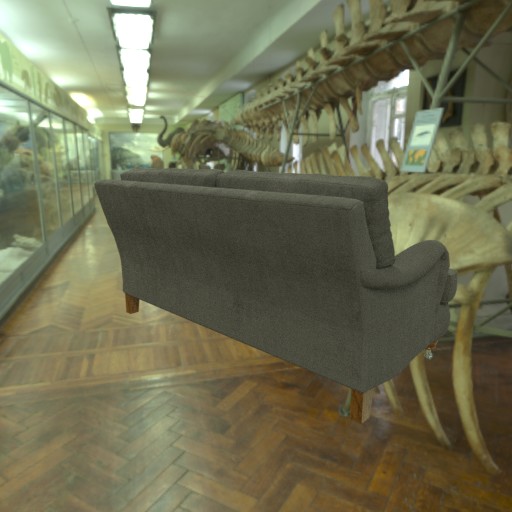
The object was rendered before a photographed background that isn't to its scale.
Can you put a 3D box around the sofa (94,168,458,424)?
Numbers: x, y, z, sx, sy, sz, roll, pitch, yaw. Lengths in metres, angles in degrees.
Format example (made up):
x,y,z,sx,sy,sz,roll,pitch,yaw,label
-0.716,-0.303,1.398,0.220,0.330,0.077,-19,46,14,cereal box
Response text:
x,y,z,sx,sy,sz,roll,pitch,yaw,label
0.000,0.000,2.803,2.165,1.087,1.086,12,18,43,sofa
